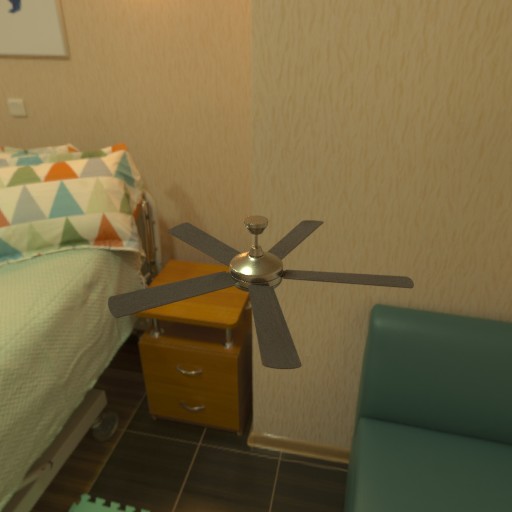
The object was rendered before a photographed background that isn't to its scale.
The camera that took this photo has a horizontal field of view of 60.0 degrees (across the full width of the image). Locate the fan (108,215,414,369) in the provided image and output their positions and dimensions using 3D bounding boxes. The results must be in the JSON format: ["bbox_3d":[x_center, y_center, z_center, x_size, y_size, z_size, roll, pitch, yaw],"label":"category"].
[{"bbox_3d":[0.000,0.000,2.026,1.321,0.356,1.321,-8,28,-15],"label":"fan"}]
